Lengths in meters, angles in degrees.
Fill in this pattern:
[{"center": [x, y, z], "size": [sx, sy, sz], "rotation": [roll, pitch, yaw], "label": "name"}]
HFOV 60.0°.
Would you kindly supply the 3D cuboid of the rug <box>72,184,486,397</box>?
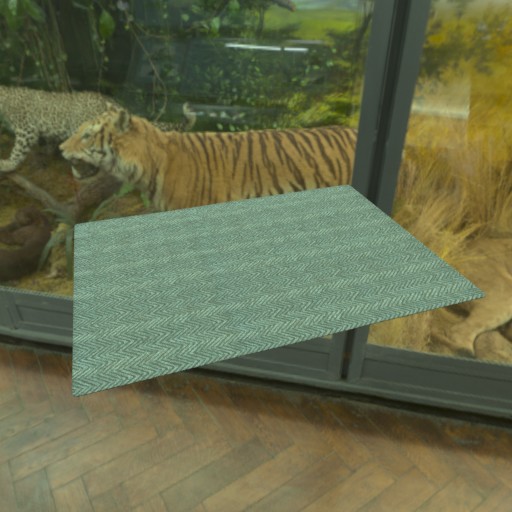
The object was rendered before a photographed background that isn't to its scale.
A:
[{"center": [0.000, 0.000, 5.089], "size": [3.957, 0.011, 2.894], "rotation": [-10, 34, -15], "label": "rug"}]
